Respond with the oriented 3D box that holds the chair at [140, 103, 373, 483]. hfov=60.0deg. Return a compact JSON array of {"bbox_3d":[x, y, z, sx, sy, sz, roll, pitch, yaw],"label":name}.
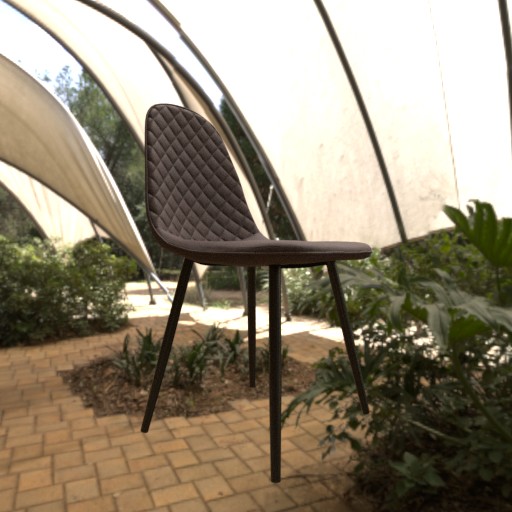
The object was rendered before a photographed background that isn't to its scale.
[{"bbox_3d":[0.000,0.000,1.184,0.561,0.889,0.472,1,2,37],"label":"chair"}]
